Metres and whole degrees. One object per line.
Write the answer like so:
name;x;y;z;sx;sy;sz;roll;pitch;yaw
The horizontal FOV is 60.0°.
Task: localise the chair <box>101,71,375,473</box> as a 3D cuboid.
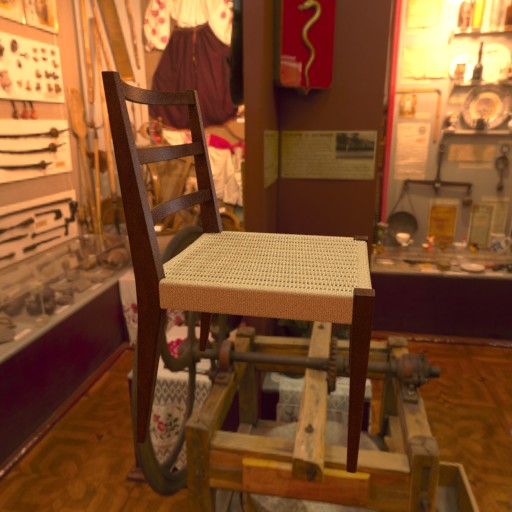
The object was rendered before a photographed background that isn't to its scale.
chair;0.000;0.000;1.100;0.551;0.813;0.480;3;17;11
